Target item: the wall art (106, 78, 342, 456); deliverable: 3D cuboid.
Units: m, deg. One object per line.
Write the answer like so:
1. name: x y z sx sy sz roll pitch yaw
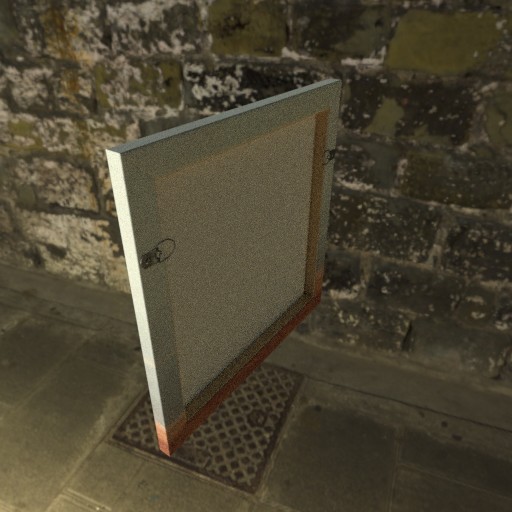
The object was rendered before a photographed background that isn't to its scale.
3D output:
1. wall art: 0.000 0.000 0.917 0.034 0.605 0.605 21 37 30
